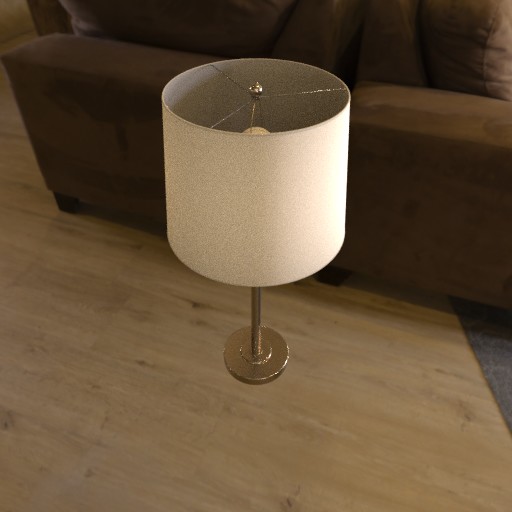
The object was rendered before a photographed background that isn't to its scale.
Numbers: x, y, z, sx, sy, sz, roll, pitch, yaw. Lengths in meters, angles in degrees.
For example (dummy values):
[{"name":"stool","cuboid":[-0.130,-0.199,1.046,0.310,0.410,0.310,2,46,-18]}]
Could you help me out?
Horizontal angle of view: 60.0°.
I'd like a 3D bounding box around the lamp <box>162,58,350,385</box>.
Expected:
[{"name":"lamp","cuboid":[0.000,0.000,0.897,0.333,0.696,0.333,0,42,0]}]
